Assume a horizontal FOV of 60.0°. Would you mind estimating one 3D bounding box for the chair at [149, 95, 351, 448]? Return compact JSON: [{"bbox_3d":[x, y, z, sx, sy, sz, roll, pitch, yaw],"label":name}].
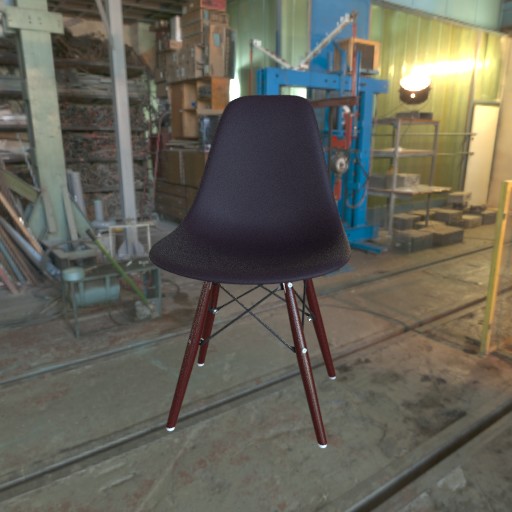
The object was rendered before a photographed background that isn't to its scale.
[{"bbox_3d":[0.000,0.000,1.145,0.470,0.826,0.533,2,16,9],"label":"chair"}]
